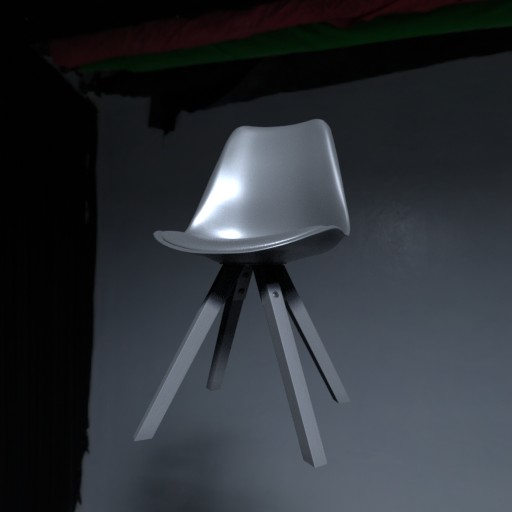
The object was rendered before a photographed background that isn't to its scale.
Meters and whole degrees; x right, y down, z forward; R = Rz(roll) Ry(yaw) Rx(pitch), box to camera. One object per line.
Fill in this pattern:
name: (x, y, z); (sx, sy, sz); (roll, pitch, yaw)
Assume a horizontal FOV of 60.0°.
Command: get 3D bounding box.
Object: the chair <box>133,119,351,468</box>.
chair: (0.000, 0.000, 1.179); (0.485, 0.850, 0.530); (0, 0, 18)
